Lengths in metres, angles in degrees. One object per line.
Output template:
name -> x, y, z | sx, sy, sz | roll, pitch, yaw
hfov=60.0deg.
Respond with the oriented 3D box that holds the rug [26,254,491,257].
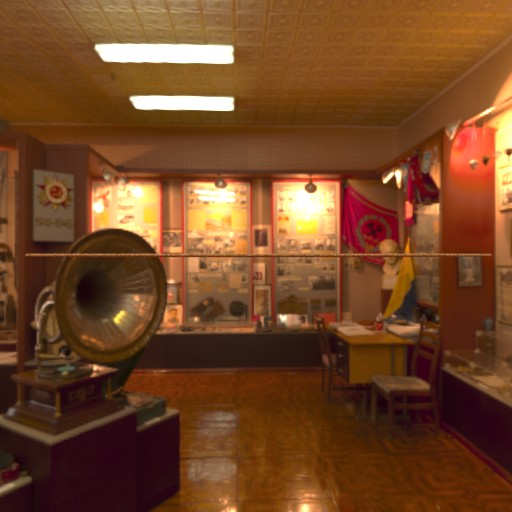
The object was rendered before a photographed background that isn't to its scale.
rug -> 0.000, 0.000, 2.780 | 2.141, 0.013, 1.566 | 0, 0, -1
